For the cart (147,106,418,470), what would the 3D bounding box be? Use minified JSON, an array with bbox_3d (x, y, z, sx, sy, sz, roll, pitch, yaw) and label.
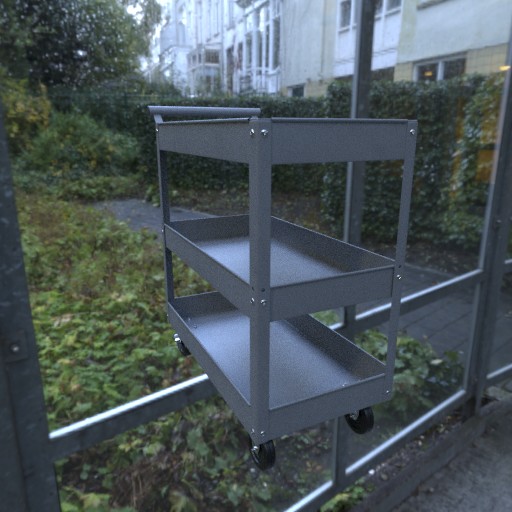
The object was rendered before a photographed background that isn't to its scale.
[{"bbox_3d":[0.000,0.000,1.181,0.366,0.780,0.719,-8,18,-25],"label":"cart"}]
